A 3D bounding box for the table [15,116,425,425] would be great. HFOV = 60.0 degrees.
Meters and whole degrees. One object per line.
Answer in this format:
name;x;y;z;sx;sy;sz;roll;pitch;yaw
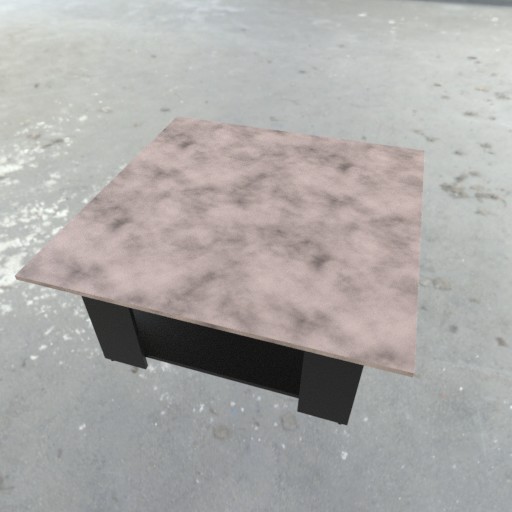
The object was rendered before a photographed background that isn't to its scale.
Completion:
table;0.000;0.000;1.034;0.670;0.305;0.670;12;43;13
